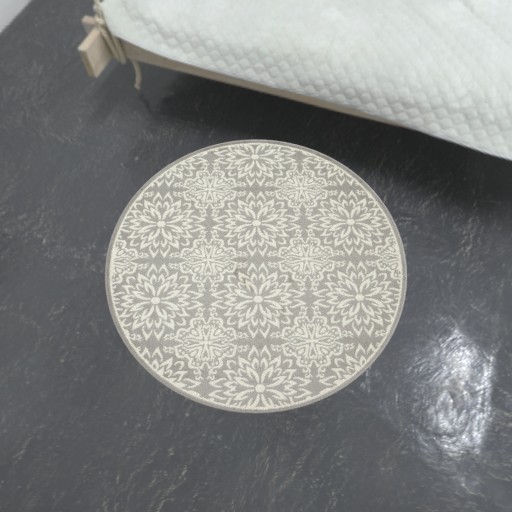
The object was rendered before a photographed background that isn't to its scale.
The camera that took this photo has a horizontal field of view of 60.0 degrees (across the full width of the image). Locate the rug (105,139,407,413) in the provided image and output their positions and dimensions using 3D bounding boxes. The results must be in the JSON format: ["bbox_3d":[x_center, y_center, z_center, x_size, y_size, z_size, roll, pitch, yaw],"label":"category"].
[{"bbox_3d":[0.000,0.000,2.363,1.593,0.012,1.593,0,64,0],"label":"rug"}]
